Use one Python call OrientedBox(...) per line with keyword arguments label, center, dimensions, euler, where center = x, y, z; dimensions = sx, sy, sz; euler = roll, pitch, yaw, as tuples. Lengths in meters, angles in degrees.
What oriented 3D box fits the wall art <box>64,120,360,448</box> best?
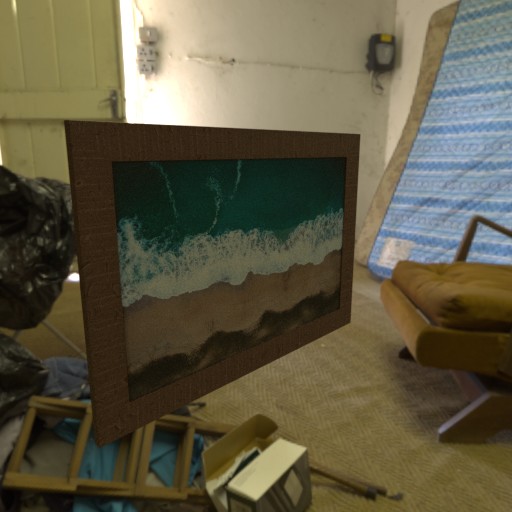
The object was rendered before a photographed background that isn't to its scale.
OrientedBox(label="wall art", center=(0.000, 0.000, 1.137), dimensions=(0.019, 0.626, 0.917), euler=(13, 18, 42))
